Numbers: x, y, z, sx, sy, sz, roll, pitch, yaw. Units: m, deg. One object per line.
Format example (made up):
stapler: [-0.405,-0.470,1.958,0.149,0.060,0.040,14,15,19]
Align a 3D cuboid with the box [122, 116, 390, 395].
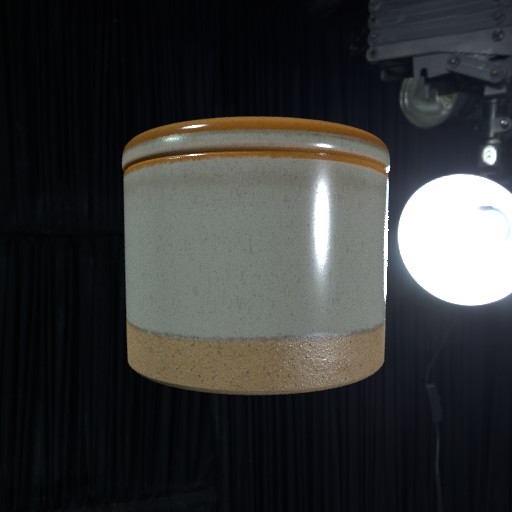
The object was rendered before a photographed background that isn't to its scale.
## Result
box: [0.000,0.000,0.213,0.123,0.100,0.123,0,1,0]
